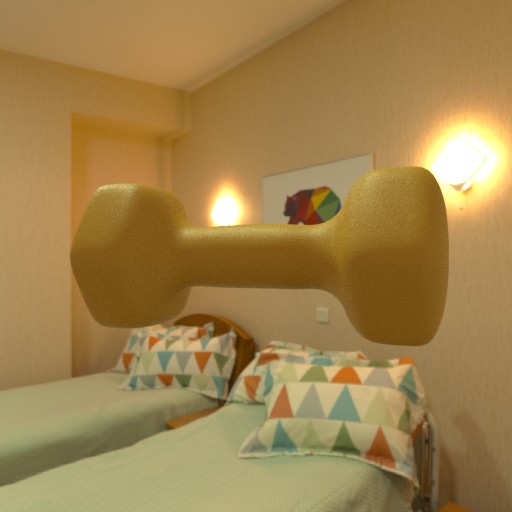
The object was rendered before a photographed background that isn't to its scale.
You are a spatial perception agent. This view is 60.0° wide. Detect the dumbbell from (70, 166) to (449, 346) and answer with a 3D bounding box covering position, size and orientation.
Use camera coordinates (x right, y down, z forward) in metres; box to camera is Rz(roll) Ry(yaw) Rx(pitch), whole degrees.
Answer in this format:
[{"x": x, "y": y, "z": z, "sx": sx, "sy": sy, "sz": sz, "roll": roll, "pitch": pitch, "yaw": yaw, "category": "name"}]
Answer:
[{"x": 0.000, "y": 0.000, "z": 0.239, "sx": 0.190, "sy": 0.082, "sz": 0.090, "roll": 0, "pitch": 0, "yaw": 19, "category": "dumbbell"}]
